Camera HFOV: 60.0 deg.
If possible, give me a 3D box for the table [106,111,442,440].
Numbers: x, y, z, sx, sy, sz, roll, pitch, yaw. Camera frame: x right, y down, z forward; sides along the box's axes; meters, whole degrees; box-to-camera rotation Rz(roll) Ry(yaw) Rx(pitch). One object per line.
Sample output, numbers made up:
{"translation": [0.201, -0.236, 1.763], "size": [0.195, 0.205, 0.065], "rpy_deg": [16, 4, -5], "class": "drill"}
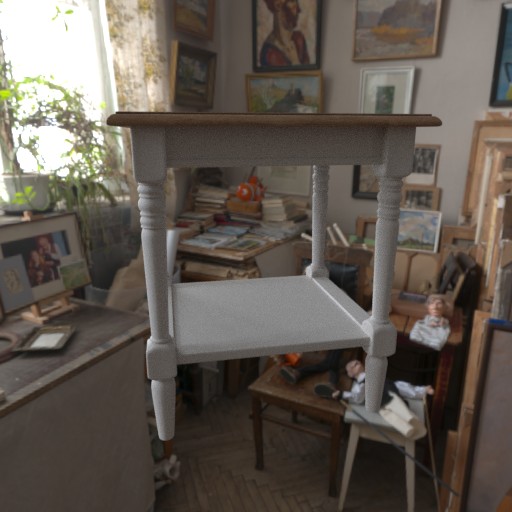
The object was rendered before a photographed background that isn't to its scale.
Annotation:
{"translation": [0.000, 0.000, 0.939], "size": [0.508, 0.561, 0.457], "rpy_deg": [-3, 16, -11], "class": "table"}
